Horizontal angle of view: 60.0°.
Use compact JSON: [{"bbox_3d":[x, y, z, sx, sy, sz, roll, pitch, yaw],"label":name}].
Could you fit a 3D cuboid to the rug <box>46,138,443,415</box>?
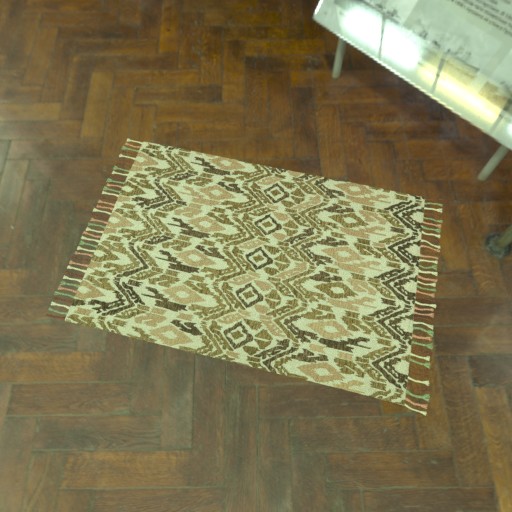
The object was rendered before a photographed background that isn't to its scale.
[{"bbox_3d":[0.000,0.000,3.017,2.438,0.008,1.524,12,66,6],"label":"rug"}]
